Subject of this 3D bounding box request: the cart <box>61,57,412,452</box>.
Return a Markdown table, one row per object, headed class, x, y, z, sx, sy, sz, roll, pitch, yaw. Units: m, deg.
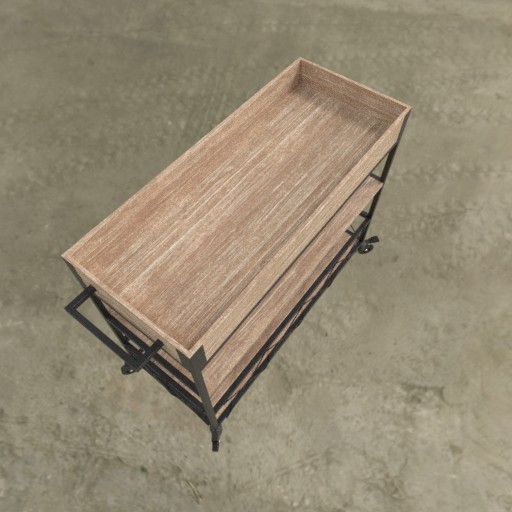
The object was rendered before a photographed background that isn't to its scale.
| class | x | y | z | sx | sy | sz | roll | pitch | yaw |
| --- | --- | --- | --- | --- | --- | --- | --- | --- | --- |
| cart | 0.000 | 0.000 | 1.482 | 0.500 | 0.787 | 1.101 | 33 | 63 | 19 |
